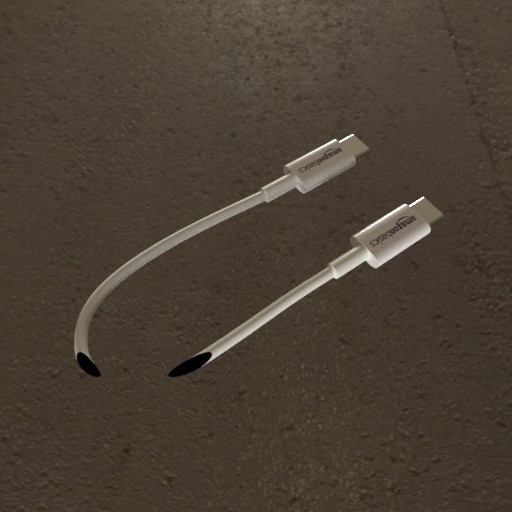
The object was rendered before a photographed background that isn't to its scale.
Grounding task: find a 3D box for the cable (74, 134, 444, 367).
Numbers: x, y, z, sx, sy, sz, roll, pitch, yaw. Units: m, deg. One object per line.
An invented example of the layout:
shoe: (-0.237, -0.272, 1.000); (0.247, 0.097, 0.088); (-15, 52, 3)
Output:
cable: (0.000, 0.000, 0.115); (0.098, 0.005, 0.041); (-31, 64, -17)
